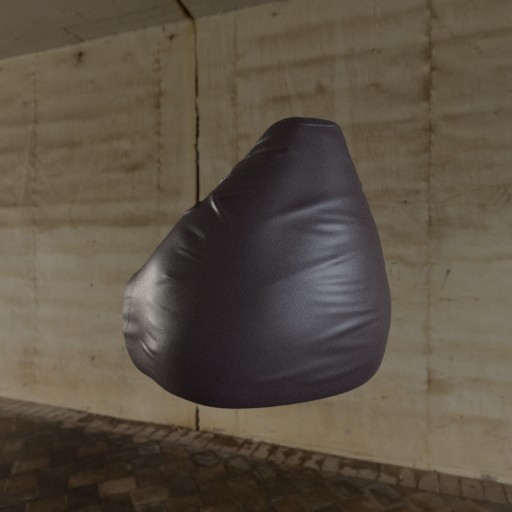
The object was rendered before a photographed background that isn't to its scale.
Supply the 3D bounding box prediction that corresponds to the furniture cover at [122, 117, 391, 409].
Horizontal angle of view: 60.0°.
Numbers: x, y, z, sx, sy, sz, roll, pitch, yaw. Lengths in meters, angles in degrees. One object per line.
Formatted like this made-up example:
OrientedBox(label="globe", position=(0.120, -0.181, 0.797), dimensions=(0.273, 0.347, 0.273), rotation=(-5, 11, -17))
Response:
OrientedBox(label="furniture cover", position=(0.000, 0.000, 1.870), dimensions=(1.070, 0.990, 1.070), rotation=(-1, 1, -36))
